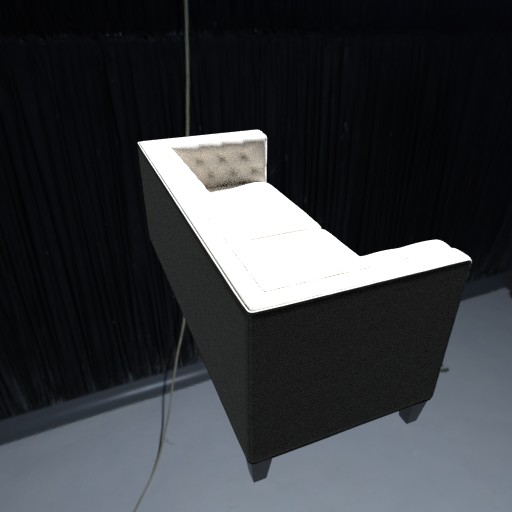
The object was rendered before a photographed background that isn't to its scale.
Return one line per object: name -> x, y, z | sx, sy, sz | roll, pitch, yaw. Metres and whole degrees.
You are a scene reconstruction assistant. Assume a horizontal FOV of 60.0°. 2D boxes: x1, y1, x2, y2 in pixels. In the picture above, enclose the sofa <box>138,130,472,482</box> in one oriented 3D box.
sofa -> 0.000, 0.000, 2.174 | 0.775, 0.762, 1.778 | -11, 32, -19
